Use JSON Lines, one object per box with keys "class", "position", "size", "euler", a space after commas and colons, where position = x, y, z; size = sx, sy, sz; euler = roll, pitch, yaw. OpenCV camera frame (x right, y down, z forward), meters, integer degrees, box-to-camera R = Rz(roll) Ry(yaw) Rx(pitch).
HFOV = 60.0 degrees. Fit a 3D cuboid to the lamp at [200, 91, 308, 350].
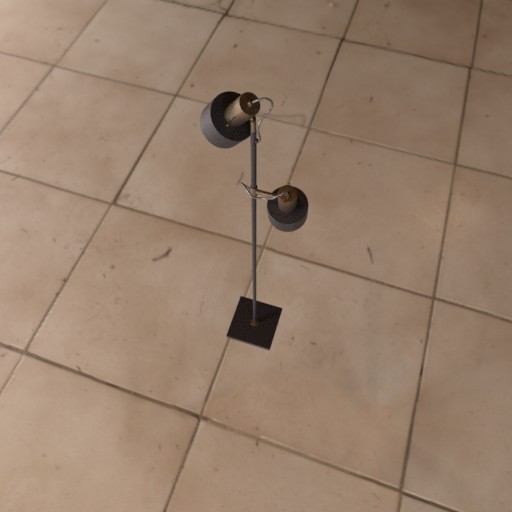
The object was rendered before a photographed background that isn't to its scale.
{"class": "lamp", "position": [0.000, 0.000, 1.652], "size": [0.315, 1.505, 0.233], "euler": [16, 63, 8]}
